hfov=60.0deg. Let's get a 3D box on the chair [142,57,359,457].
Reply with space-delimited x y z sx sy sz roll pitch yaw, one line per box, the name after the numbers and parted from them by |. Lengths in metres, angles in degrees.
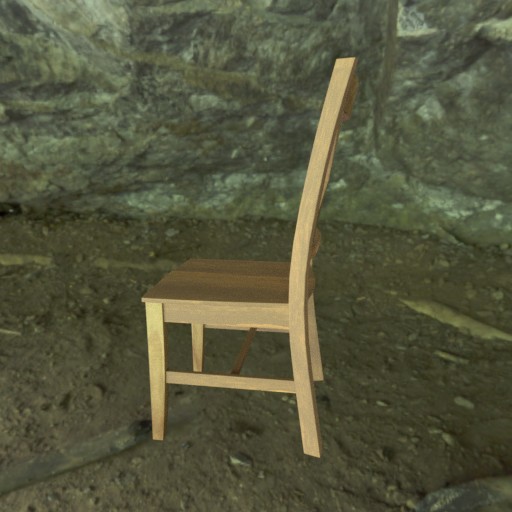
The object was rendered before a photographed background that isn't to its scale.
0.000 0.000 1.307 0.542 0.983 0.485 2 13 8 | chair
